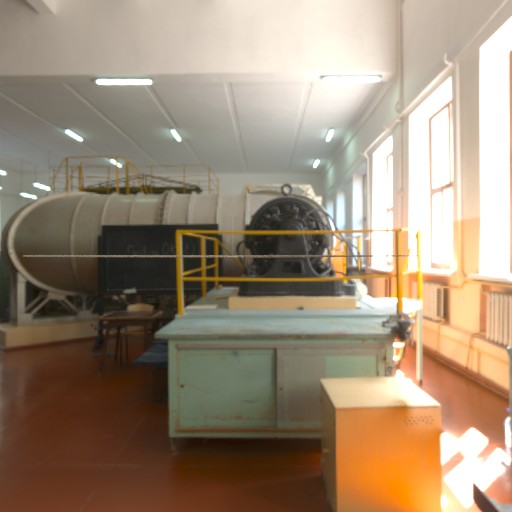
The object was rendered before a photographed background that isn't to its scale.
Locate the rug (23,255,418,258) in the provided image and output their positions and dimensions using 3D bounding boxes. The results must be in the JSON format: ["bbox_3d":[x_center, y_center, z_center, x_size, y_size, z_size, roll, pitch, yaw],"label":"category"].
[{"bbox_3d":[0.000,0.000,4.291,2.143,0.015,3.422,0,0,36],"label":"rug"}]
